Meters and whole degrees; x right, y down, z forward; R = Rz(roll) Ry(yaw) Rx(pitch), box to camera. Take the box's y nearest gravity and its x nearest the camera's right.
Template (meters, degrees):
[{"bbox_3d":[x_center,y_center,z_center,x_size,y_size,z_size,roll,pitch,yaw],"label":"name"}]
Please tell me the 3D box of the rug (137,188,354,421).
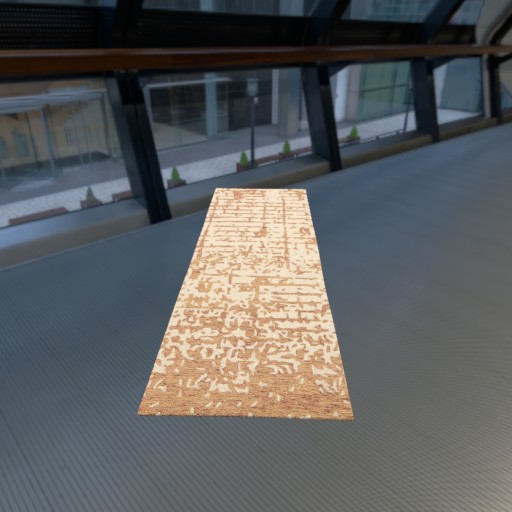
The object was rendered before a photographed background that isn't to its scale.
[{"bbox_3d":[0.000,0.000,2.609,0.750,0.011,2.435,1,27,2],"label":"rug"}]
